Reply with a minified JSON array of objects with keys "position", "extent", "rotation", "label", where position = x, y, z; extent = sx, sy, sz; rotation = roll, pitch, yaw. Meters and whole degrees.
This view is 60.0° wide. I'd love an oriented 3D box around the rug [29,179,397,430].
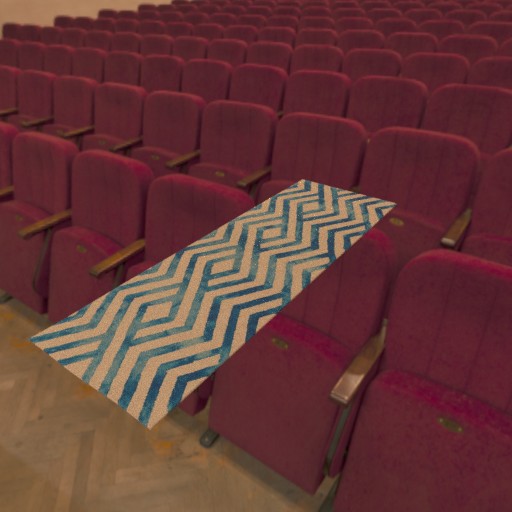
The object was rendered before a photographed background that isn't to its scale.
[{"position":[0.000,0.000,1.638],"extent":[0.503,0.007,1.492],"rotation":[21,37,30],"label":"rug"}]
